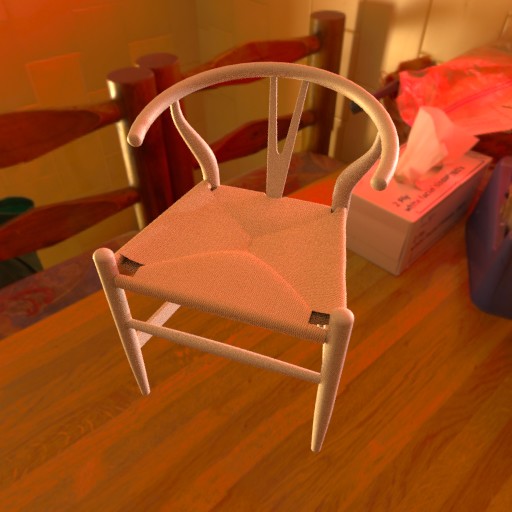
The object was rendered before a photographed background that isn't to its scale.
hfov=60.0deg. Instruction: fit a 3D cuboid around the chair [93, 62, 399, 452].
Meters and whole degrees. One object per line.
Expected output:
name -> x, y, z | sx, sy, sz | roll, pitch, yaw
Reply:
chair -> 0.000, 0.000, 1.056 | 0.533, 0.736, 0.500 | 13, 44, 14
